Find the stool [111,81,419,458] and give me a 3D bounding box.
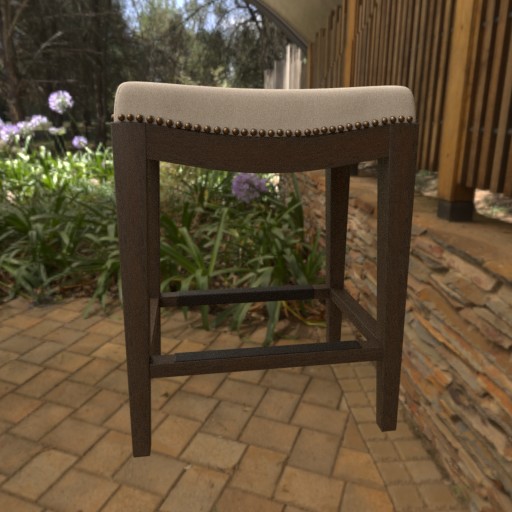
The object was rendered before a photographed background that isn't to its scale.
[{"bbox_3d":[0.000,0.000,0.916,0.500,0.642,0.361,-2,16,-8],"label":"stool"}]
